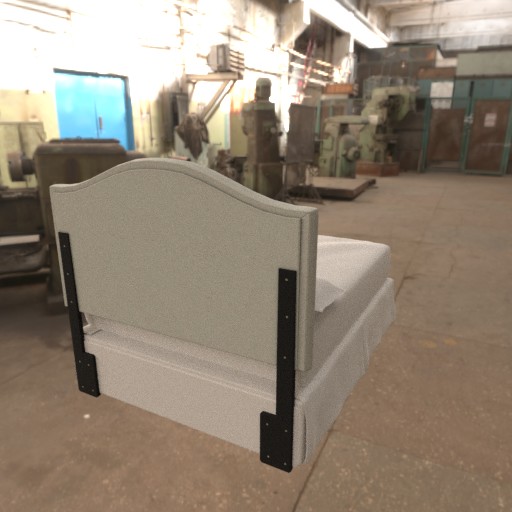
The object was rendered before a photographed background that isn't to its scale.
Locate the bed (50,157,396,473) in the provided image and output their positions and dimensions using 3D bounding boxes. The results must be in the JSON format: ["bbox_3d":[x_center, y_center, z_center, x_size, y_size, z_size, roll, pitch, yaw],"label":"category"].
[{"bbox_3d":[0.000,0.000,3.397,1.813,1.607,2.180,9,19,27],"label":"bed"}]
